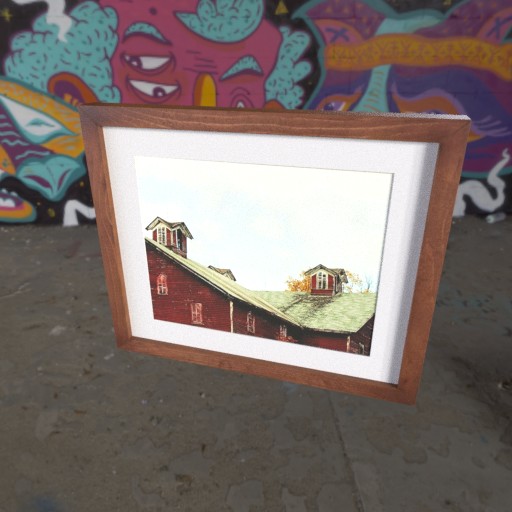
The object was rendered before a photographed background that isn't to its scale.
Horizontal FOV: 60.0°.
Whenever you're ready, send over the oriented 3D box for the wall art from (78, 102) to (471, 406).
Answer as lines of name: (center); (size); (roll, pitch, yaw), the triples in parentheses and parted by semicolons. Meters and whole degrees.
wall art: (0.000, 0.000, 0.520); (0.401, 0.328, 0.030); (7, 26, 15)
